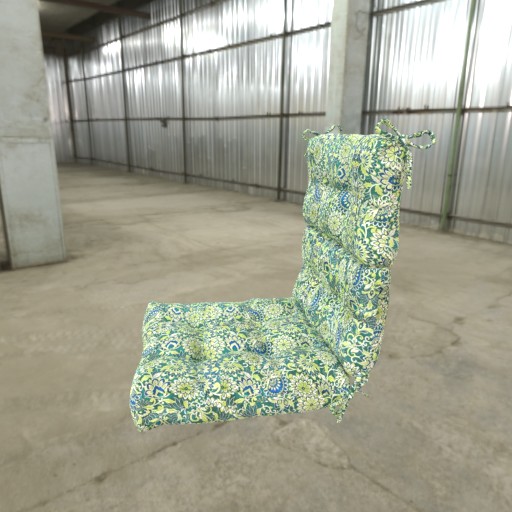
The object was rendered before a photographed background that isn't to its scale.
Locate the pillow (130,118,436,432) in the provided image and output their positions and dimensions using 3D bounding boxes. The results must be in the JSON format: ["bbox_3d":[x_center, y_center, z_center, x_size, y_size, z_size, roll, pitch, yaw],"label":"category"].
[{"bbox_3d":[0.000,0.000,1.037,0.571,0.605,0.519,-3,16,-9],"label":"pillow"}]
